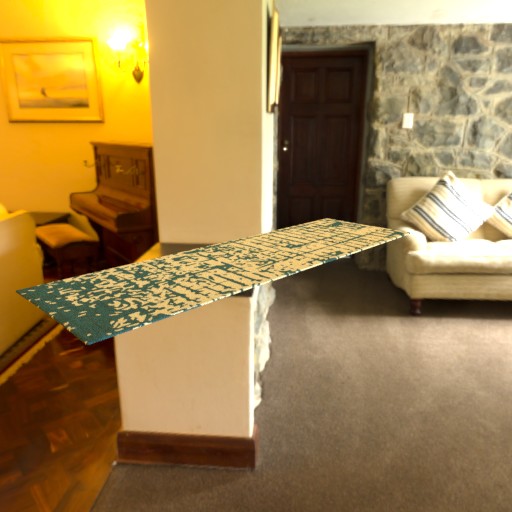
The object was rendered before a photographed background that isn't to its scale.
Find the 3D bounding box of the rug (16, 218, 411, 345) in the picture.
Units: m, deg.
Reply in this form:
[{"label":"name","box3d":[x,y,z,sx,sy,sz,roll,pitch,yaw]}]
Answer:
[{"label":"rug","box3d":[0.000,0.000,2.646,2.435,0.011,0.750,-16,22,-43]}]
